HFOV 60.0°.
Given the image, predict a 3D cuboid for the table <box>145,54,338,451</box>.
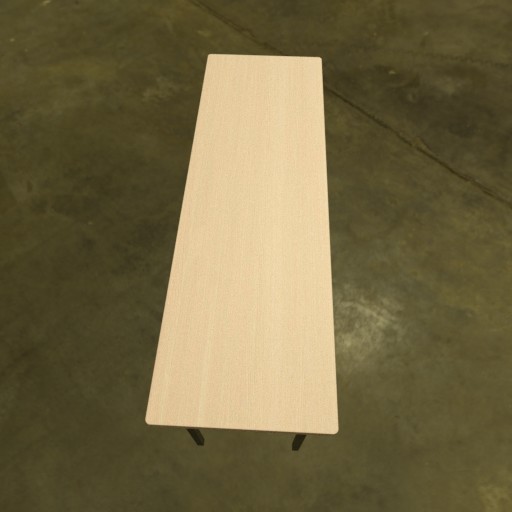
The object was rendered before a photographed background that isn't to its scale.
[{"bbox_3d":[0.000,0.000,1.702,0.447,0.750,1.397,2,58,1],"label":"table"}]
